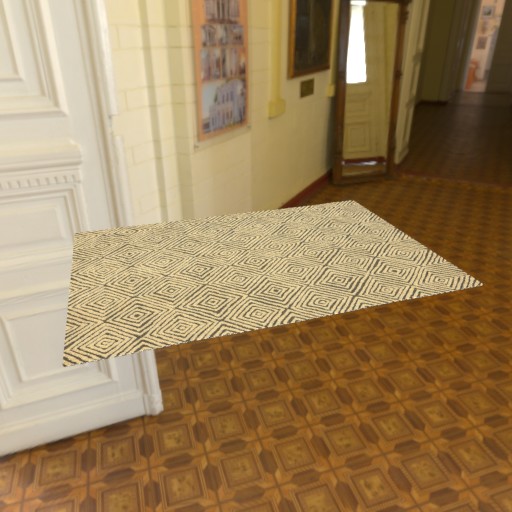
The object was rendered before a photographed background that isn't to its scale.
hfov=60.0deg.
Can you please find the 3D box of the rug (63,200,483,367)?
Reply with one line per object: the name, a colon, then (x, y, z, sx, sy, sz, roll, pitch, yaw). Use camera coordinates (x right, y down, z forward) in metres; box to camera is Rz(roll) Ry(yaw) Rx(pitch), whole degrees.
rug: (0.000, 0.000, 2.227, 1.750, 0.004, 1.177, -8, 28, -16)
